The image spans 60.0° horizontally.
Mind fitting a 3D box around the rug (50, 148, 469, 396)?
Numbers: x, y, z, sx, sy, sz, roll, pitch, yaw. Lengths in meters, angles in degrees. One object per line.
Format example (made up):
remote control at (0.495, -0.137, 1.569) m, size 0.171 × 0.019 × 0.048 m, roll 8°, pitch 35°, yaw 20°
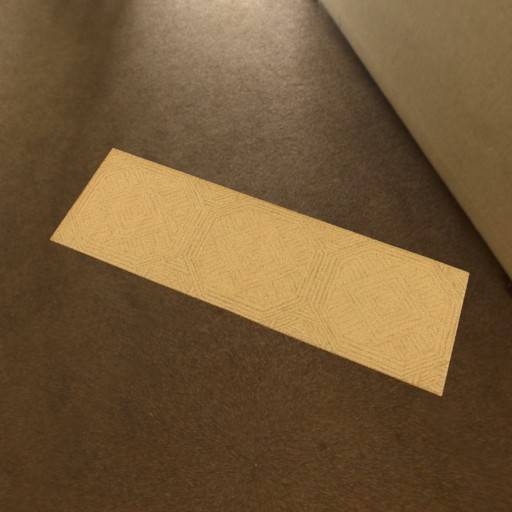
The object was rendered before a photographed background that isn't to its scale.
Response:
rug at (0.000, 0.000, 2.706) m, size 2.452 × 0.012 × 0.775 m, roll 20°, pitch 66°, yaw 9°
